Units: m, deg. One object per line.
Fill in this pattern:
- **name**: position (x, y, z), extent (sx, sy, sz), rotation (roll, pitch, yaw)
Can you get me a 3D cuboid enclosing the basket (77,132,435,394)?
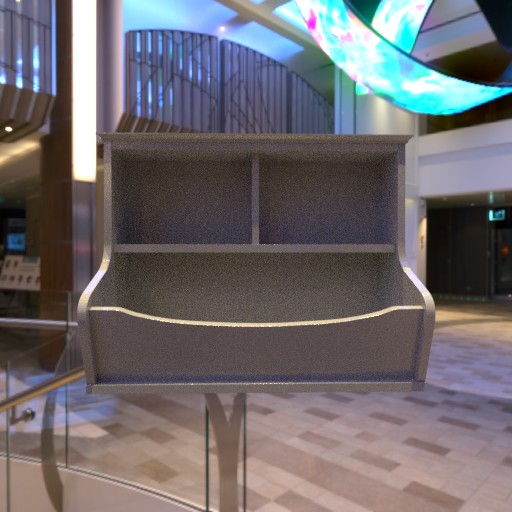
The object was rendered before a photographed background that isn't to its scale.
- **basket**: position (0.000, 0.000, 1.100), extent (0.780, 0.600, 0.350), rotation (0, 1, -2)
